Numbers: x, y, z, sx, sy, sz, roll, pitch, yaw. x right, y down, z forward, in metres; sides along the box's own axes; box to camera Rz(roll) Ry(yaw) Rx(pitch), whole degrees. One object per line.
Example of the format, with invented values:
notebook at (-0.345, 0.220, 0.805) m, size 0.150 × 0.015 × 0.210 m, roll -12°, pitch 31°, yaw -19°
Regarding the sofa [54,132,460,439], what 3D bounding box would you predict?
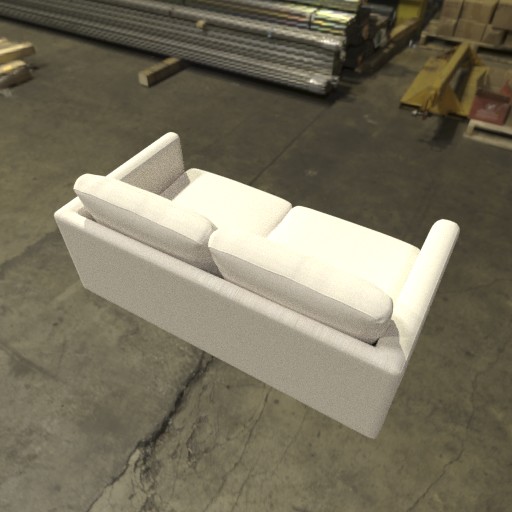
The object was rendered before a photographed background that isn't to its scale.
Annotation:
sofa at (0.000, 0.000, 2.258) m, size 1.713 × 0.893 × 0.940 m, roll 23°, pitch 50°, yaw 21°
